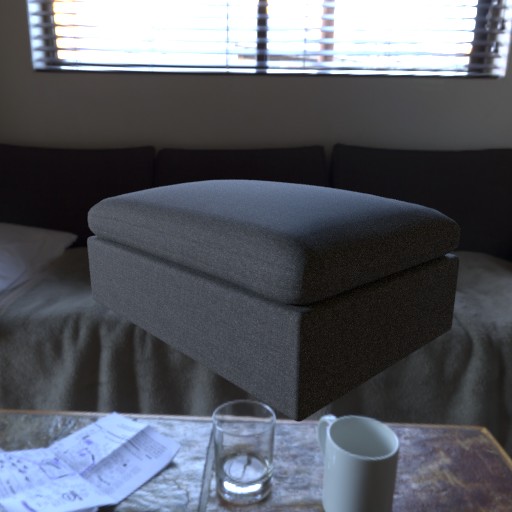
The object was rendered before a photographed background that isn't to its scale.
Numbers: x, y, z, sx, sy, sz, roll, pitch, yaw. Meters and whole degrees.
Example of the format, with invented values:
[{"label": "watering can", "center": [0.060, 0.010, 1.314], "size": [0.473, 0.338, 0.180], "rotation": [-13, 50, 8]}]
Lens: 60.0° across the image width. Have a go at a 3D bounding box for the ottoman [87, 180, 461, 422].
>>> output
[{"label": "ottoman", "center": [0.000, 0.000, 1.460], "size": [0.711, 0.483, 1.041], "rotation": [-13, 19, -41]}]
